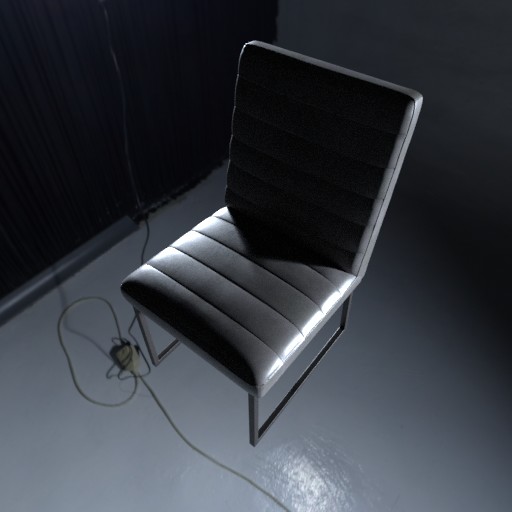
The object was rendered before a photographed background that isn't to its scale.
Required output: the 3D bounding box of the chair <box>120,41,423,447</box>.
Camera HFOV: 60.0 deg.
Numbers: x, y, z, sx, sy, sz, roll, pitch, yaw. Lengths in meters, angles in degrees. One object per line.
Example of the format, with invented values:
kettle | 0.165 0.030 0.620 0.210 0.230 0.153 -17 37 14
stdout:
chair | 0.000 0.000 1.289 0.520 0.930 0.634 30 54 25
